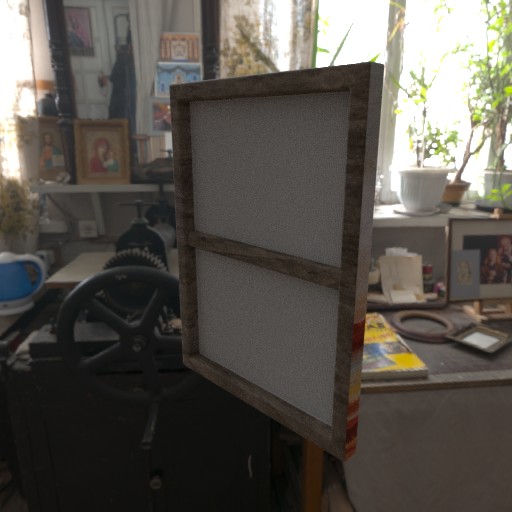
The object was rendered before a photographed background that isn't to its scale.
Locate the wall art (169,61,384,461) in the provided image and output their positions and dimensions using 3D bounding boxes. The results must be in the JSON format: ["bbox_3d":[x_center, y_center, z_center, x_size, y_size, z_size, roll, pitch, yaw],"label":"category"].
[{"bbox_3d":[0.000,0.000,0.799,0.035,0.605,0.443,-15,22,-43],"label":"wall art"}]
